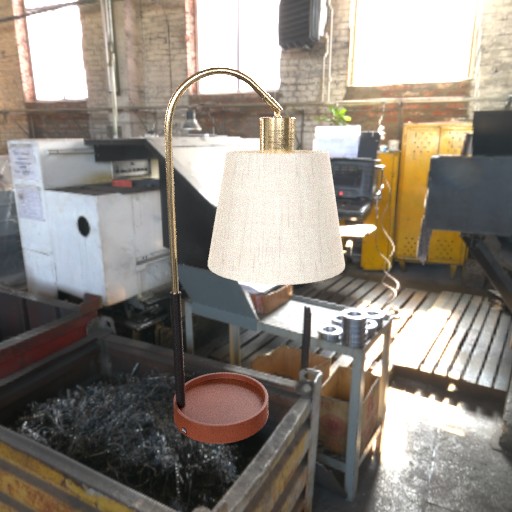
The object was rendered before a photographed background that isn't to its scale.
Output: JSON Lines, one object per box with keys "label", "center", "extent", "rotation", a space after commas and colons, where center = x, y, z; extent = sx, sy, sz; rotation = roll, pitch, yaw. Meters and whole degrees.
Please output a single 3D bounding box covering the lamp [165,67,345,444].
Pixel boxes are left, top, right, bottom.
{"label": "lamp", "center": [0.000, 0.000, 0.679], "extent": [0.273, 0.536, 0.211], "rotation": [-3, 15, -9]}
